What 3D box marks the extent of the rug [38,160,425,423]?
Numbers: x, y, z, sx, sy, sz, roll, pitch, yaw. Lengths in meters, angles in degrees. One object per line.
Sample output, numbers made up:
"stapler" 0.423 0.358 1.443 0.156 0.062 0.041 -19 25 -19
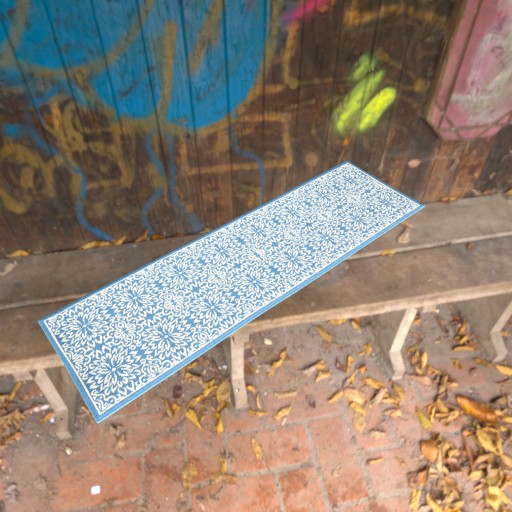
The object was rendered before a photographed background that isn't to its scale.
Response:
"rug" 0.000 0.000 2.458 2.196 0.011 0.662 -30 52 -27
